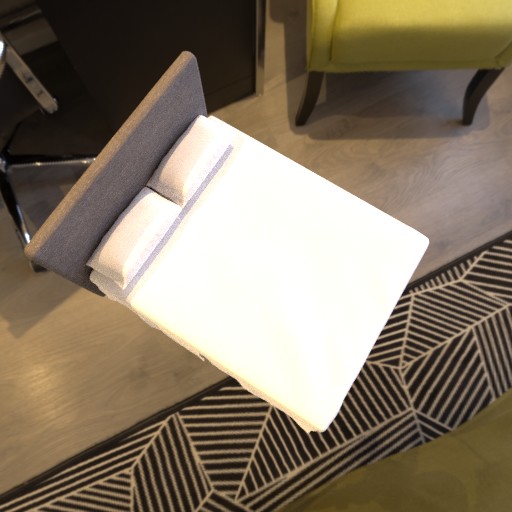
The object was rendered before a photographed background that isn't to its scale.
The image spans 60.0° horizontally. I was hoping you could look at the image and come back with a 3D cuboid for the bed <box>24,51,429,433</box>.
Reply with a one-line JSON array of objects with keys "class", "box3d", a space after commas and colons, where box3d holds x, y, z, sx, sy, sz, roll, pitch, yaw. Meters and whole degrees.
[{"class": "bed", "box3d": [0.000, 0.000, 3.196, 2.142, 1.330, 1.723, 31, 77, 8]}]
